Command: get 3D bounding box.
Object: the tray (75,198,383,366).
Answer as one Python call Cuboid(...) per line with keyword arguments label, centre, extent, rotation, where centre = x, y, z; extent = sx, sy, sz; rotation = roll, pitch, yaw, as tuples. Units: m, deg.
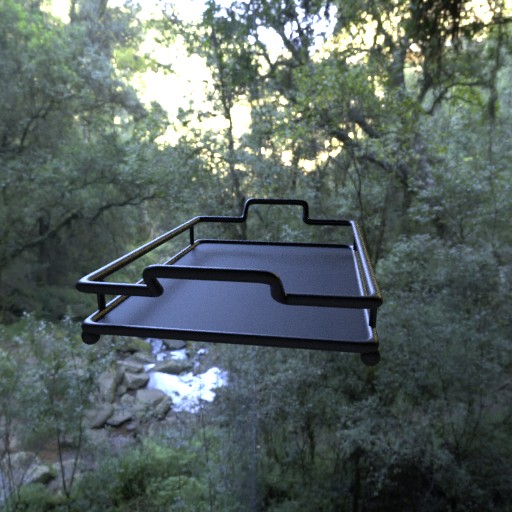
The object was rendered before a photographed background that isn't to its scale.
Cuboid(label="tray", centre=(0.000, 0.000, 0.610), extent=(0.297, 0.101, 0.495), rotation=(2, 14, 9))
